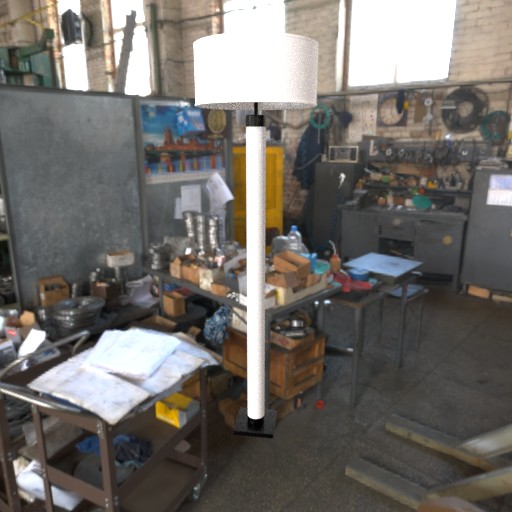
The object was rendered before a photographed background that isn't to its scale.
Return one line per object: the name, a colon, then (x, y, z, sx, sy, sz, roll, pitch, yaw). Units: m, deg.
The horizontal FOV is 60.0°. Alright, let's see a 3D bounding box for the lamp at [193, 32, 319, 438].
lamp: (0.000, 0.000, 1.676, 0.420, 1.475, 0.420, 2, 15, 8)
